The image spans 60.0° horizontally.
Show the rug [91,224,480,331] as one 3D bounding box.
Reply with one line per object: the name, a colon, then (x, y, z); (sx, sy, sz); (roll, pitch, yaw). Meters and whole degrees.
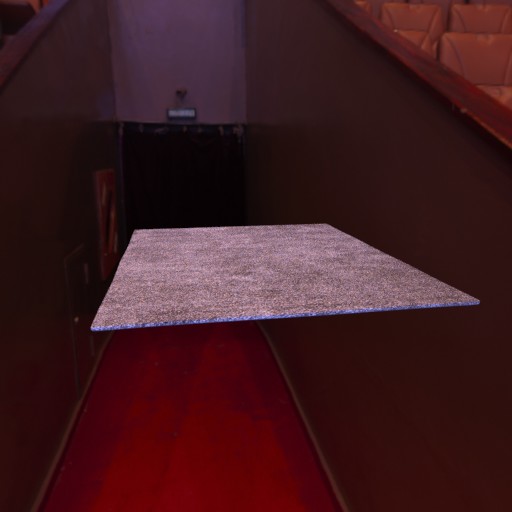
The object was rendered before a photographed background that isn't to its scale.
rug: (0.000, 0.000, 4.080); (2.401, 0.025, 3.000); (-3, 14, -10)
